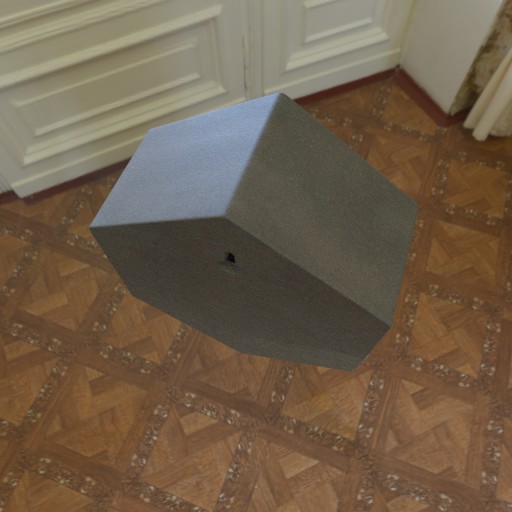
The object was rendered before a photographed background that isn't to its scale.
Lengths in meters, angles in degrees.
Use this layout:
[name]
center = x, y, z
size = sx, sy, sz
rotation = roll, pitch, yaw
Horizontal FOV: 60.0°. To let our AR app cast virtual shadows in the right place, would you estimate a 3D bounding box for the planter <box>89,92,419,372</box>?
[planter]
center = 0.000, 0.000, 0.290
size = 0.169, 0.206, 0.077
rotation = 17, 64, 9
